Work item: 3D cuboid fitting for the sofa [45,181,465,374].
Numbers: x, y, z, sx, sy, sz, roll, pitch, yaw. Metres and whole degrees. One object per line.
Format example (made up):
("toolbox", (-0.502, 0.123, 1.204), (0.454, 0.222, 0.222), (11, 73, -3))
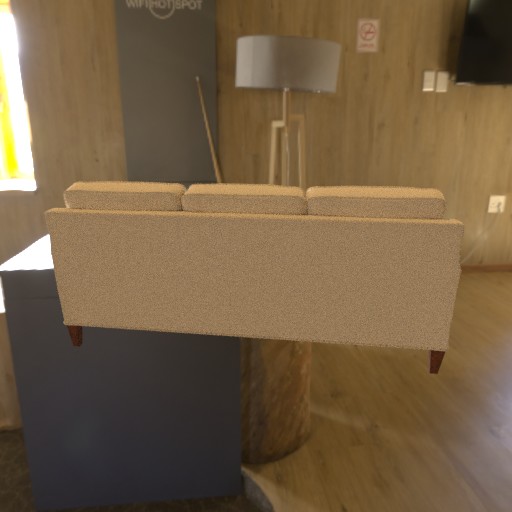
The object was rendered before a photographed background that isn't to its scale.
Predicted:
("sofa", (0.000, 0.000, 2.839), (2.246, 1.003, 1.084), (2, 17, 8))
